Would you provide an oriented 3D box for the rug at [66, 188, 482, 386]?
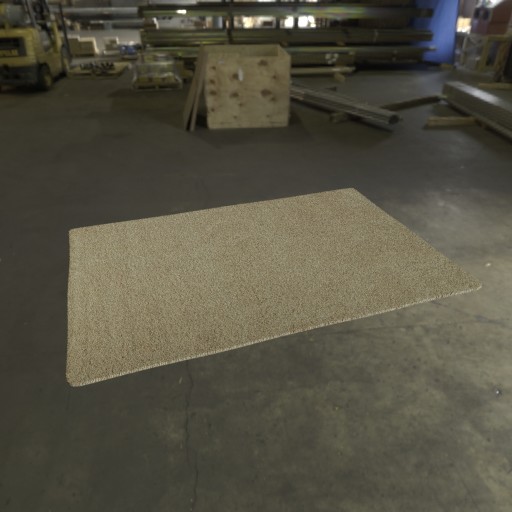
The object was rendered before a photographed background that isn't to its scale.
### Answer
[{"bbox_3d":[0.000,0.000,3.379,2.700,0.024,1.801,-10,33,-16],"label":"rug"}]
